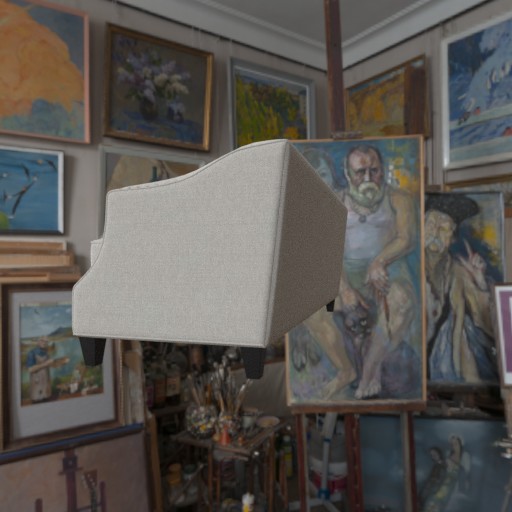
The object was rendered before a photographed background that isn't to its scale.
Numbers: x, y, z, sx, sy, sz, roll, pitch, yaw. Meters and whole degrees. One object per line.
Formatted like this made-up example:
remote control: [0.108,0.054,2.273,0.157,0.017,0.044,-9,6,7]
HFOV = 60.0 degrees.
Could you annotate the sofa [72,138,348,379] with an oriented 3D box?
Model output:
sofa: [0.000,0.000,2.726,0.914,0.901,2.235,0,0,17]
